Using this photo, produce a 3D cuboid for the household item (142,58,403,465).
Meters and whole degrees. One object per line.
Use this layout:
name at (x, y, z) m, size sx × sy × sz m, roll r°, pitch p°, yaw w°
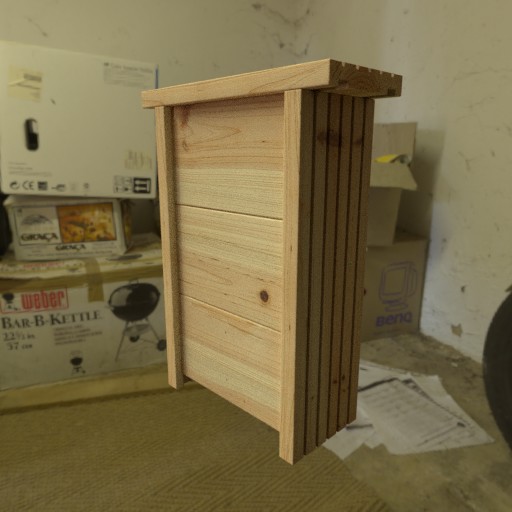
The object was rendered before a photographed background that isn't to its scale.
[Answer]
household item at (0.000, 0.000, 0.559) m, size 0.123 × 0.407 × 0.301 m, roll -13°, pitch 18°, yaw -43°
